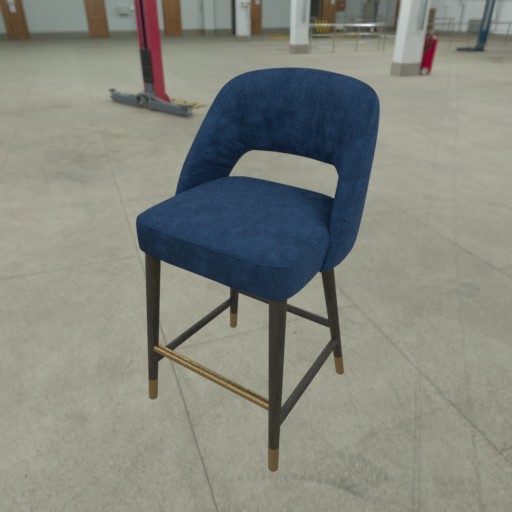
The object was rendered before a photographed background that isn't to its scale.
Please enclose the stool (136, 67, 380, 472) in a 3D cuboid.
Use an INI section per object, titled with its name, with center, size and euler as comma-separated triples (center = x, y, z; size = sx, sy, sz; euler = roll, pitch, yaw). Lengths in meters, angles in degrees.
[stool]
center = 0.000, 0.000, 1.235
size = 0.536, 0.925, 0.524
euler = 18, 34, 29
